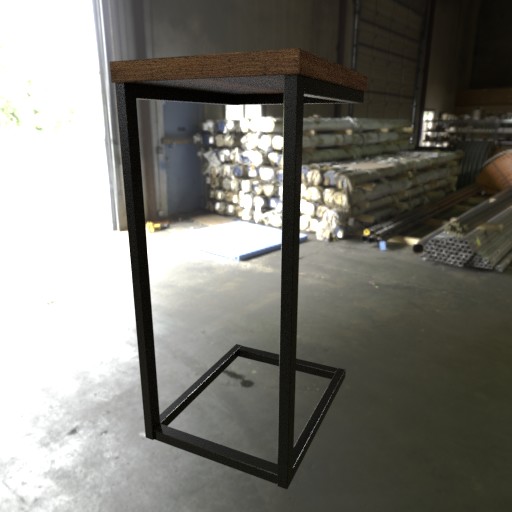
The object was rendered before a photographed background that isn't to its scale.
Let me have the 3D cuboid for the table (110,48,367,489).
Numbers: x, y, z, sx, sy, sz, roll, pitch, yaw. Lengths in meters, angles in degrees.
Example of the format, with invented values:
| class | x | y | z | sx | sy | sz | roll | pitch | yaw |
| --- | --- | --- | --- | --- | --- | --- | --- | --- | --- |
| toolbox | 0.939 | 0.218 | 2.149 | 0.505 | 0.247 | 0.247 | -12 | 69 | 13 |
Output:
| class | x | y | z | sx | sy | sz | roll | pitch | yaw |
| --- | --- | --- | --- | --- | --- | --- | --- | --- | --- |
| table | 0.000 | 0.000 | 0.922 | 0.323 | 0.718 | 0.414 | 8 | 19 | 24 |
